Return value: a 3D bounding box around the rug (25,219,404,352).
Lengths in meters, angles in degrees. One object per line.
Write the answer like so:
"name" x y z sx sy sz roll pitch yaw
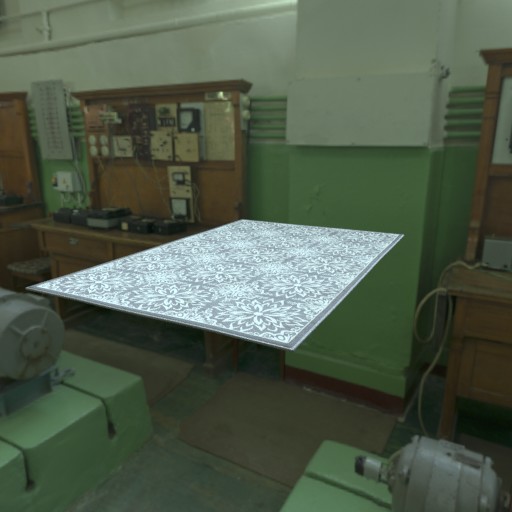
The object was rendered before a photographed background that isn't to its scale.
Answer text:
"rug" 0.000 0.000 3.535 1.819 0.018 2.746 8 17 27
